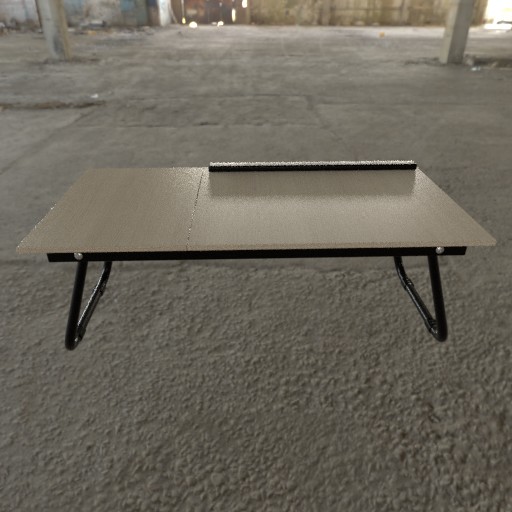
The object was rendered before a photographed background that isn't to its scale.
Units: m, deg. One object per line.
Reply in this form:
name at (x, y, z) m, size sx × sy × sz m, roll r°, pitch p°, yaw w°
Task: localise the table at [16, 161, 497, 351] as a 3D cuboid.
table at (0.000, 0.000, 0.783) m, size 0.644 × 0.242 × 0.322 m, roll -1°, pitch 30°, yaw -2°
